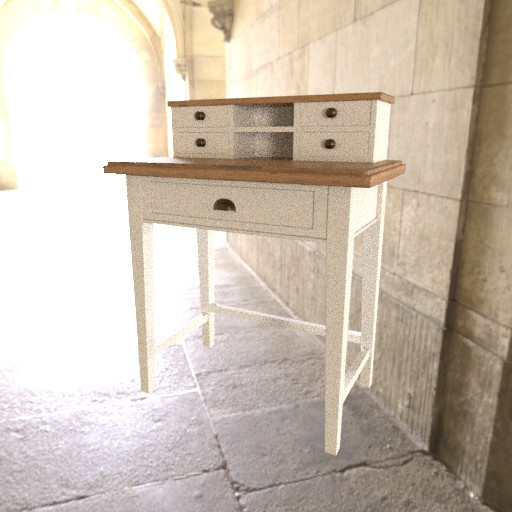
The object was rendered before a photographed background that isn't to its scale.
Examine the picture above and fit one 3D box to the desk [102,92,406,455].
[{"bbox_3d":[0.000,0.000,1.441,0.814,0.981,0.462,8,17,26],"label":"desk"}]
